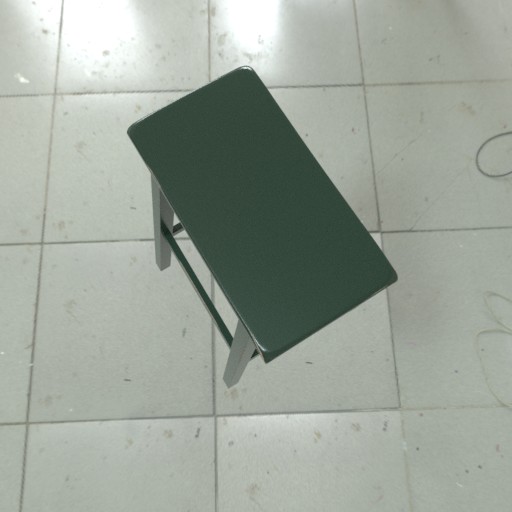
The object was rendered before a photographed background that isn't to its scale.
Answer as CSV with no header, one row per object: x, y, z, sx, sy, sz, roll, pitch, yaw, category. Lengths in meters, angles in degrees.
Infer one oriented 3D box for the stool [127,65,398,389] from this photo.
0.000,0.000,1.054,0.476,0.737,0.457,-31,78,-7,stool
